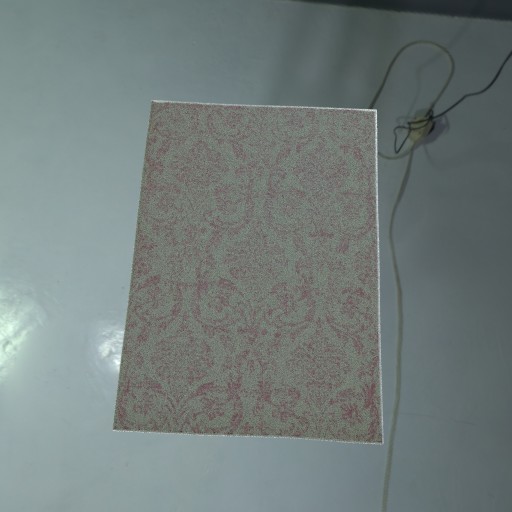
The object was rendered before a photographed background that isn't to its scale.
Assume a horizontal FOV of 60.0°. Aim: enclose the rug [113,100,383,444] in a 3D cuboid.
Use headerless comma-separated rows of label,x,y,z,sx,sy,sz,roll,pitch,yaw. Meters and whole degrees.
rug,0.000,0.000,2.872,1.598,0.014,2.202,3,76,1
